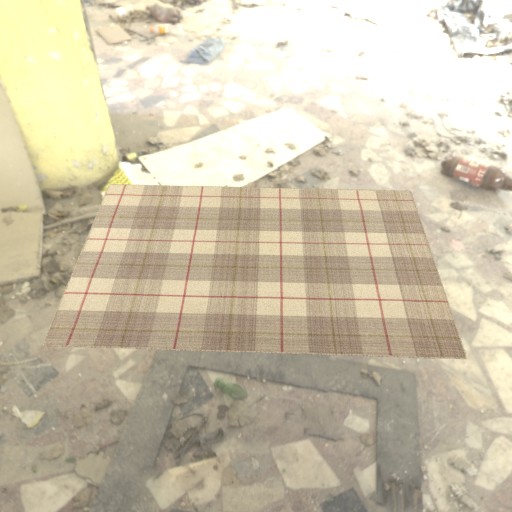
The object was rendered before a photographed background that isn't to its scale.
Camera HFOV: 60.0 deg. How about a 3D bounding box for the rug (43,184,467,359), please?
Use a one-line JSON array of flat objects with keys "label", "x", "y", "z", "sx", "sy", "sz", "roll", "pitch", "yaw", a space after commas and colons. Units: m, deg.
[{"label": "rug", "x": 0.000, "y": 0.000, "z": 3.086, "sx": 2.464, "sy": 0.010, "sz": 1.549, "roll": 1, "pitch": 47, "yaw": 1}]
